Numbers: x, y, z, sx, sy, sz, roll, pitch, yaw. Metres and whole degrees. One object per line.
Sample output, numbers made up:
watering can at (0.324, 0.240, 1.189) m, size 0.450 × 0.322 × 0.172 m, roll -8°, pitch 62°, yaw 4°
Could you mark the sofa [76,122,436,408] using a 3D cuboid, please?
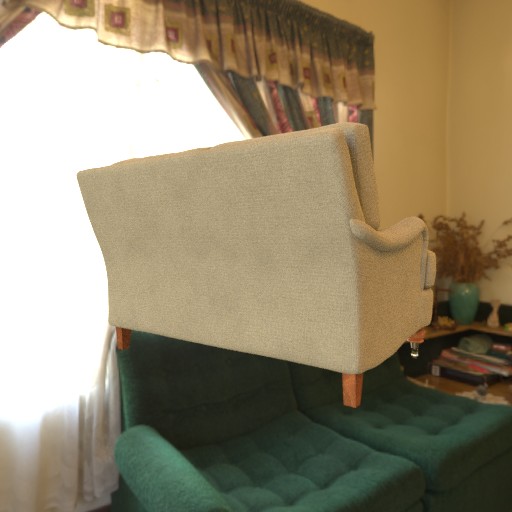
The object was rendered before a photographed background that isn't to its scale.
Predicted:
sofa at (0.000, 0.000, 2.189) m, size 1.480 × 0.999 × 1.087 m, roll 2°, pitch 3°, yaw 37°
